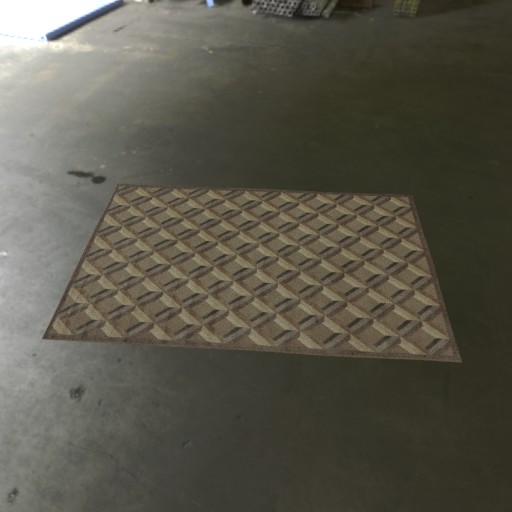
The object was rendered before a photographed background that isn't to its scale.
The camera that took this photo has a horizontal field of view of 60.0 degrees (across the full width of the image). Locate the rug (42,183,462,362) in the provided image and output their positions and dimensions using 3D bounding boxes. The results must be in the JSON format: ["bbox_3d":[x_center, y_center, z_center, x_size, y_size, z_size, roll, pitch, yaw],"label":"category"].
[{"bbox_3d":[0.000,0.000,2.131,1.677,0.011,1.066,3,45,3],"label":"rug"}]
